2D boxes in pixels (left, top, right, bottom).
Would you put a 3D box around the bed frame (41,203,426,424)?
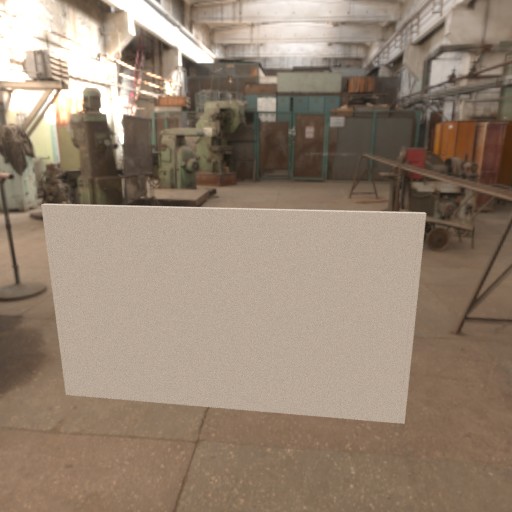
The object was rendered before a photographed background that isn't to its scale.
[{"bbox_3d":[0.000,0.000,3.071,1.711,1.001,2.100,2,16,8],"label":"bed frame"}]
